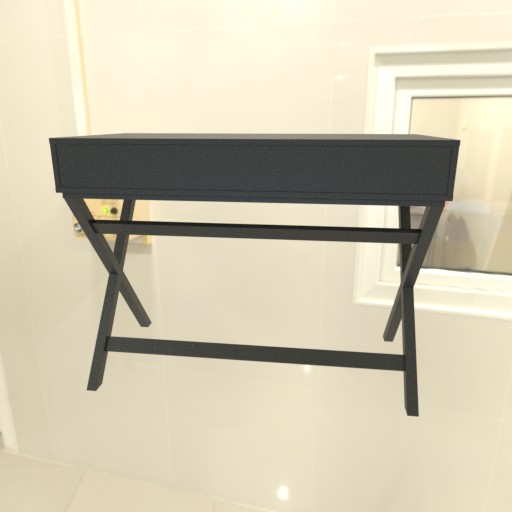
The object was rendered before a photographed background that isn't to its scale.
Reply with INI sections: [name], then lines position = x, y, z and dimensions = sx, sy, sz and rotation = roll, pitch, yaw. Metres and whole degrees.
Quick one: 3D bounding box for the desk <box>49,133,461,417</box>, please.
[desk]
position = 0.000, 0.000, 1.489
dimensions = 1.057, 0.780, 0.525
rotation = 2, 17, 7
